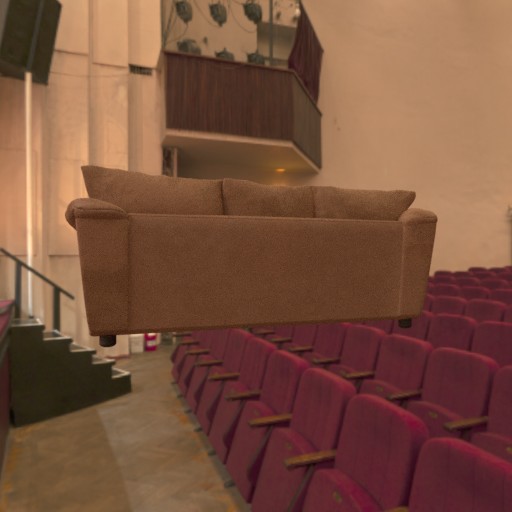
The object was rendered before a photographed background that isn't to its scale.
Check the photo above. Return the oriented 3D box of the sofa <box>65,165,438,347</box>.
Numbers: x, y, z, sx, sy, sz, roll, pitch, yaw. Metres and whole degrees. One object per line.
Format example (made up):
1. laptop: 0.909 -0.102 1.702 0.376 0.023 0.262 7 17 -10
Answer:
1. sofa: 0.000 0.000 2.971 2.377 0.981 0.893 0 0 -19
